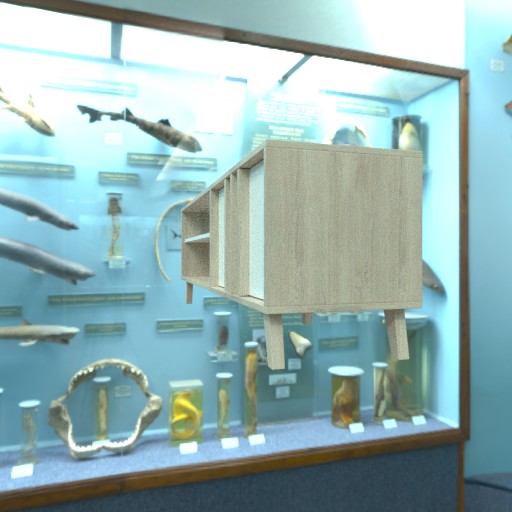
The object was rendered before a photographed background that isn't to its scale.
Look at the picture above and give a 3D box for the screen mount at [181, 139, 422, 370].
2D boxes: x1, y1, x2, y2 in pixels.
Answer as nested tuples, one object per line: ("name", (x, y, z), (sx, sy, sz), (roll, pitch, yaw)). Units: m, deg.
("screen mount", (0.000, 0.000, 1.741), (0.400, 0.510, 1.500), (0, 0, -17))
